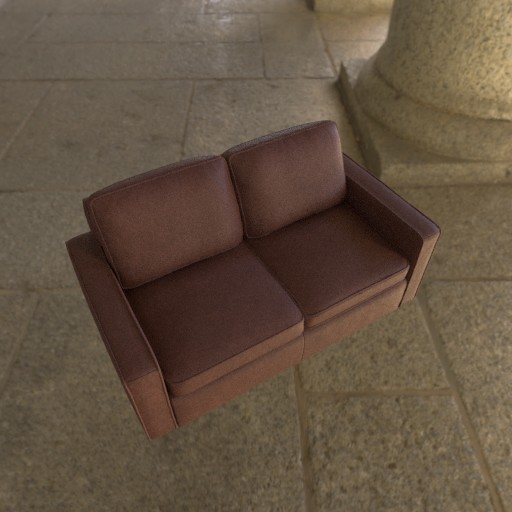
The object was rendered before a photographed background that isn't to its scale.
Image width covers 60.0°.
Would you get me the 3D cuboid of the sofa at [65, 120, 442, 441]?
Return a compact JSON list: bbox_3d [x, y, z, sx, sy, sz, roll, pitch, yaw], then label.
[{"bbox_3d":[0.000,0.000,2.335,1.709,0.918,0.947,-23,50,-21],"label":"sofa"}]
